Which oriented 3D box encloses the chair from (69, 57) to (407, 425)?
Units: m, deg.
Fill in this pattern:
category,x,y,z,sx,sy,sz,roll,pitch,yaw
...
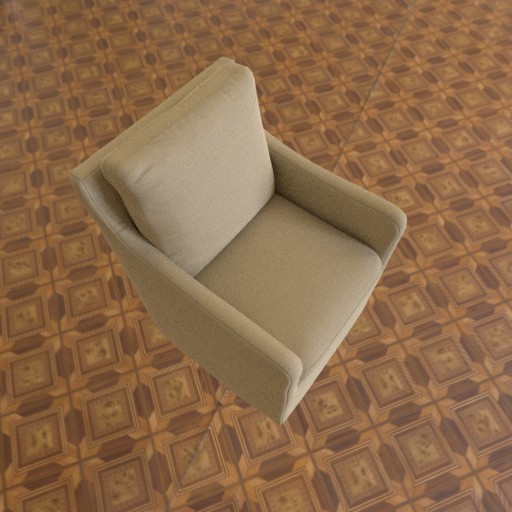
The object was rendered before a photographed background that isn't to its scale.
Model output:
category,x,y,z,sx,sy,sz,roll,pitch,yaw
chair,0.000,0.000,1.392,0.694,0.914,0.626,33,64,19
